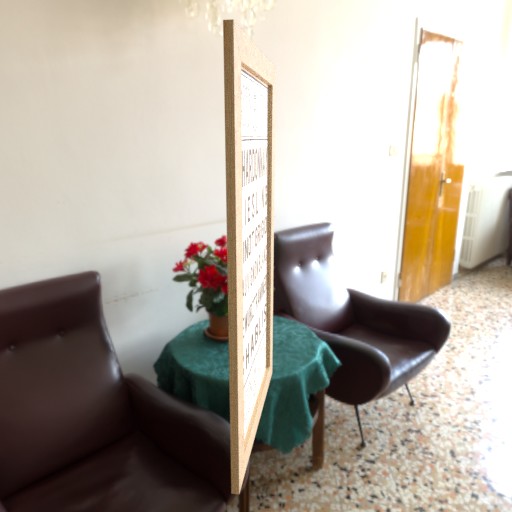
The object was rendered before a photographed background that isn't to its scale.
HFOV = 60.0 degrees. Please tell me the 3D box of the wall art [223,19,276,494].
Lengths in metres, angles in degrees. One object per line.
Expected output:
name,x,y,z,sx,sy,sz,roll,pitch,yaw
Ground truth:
wall art,0.000,0.000,0.797,0.013,0.683,0.381,3,15,10
